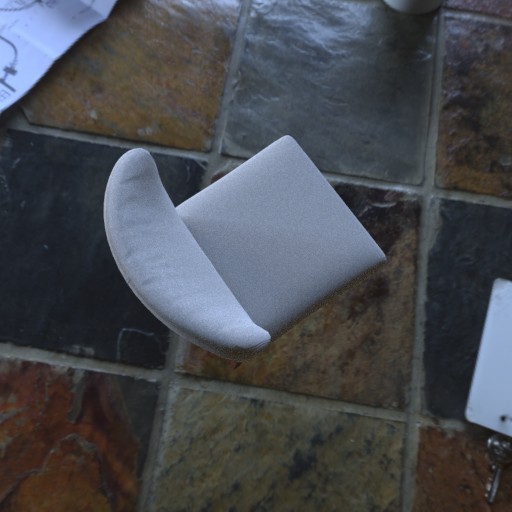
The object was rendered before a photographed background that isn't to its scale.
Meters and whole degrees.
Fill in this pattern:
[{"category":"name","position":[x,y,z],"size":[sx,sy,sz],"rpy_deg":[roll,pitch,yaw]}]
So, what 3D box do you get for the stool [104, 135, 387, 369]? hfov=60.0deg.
[{"category":"stool","position":[0.000,0.000,1.290],"size":[0.568,0.968,0.479],"rpy_deg":[-34,79,-8]}]
